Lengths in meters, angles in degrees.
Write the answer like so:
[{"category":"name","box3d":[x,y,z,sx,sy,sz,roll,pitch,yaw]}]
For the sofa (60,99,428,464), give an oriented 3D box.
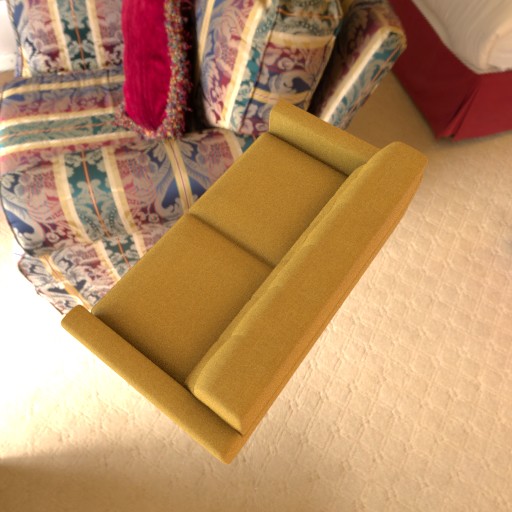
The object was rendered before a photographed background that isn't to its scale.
[{"category":"sofa","box3d":[0.000,0.000,2.168,0.909,0.841,1.631,33,67,16]}]
